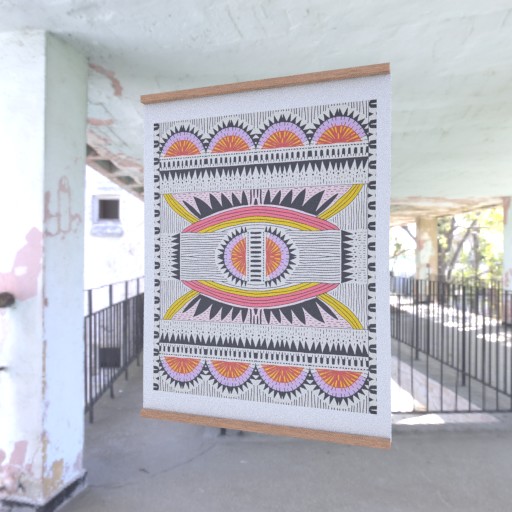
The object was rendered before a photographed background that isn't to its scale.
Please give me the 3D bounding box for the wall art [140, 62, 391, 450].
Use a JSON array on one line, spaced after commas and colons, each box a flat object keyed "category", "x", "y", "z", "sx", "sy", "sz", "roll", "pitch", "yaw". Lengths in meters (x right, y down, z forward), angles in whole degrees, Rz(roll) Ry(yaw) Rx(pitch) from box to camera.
[{"category": "wall art", "x": 0.000, "y": 0.000, "z": 0.782, "sx": 0.456, "sy": 0.609, "sz": 0.028, "roll": 0, "pitch": 0, "yaw": 18}]
